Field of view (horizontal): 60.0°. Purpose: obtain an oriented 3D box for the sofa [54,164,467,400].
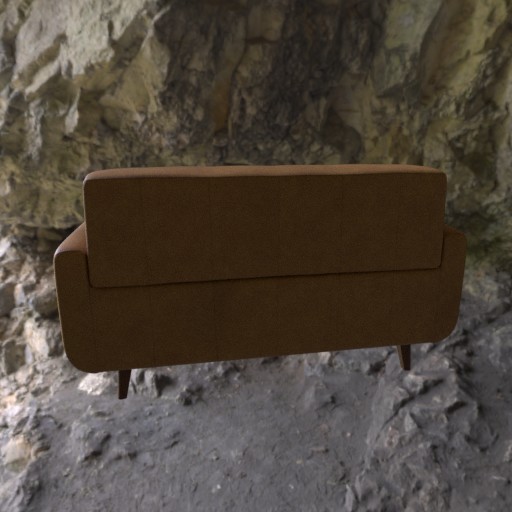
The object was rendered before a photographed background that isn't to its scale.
[{"bbox_3d":[0.000,0.000,2.200,1.651,0.925,0.952,-3,16,-10],"label":"sofa"}]
